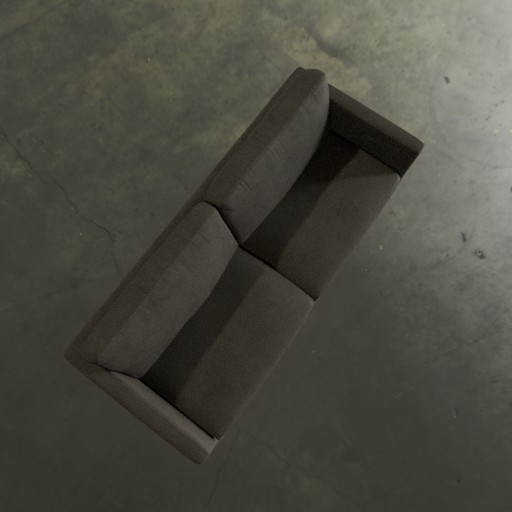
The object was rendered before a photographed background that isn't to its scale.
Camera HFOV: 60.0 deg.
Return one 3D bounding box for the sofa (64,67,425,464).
[{"bbox_3d":[0.000,0.000,2.727,0.951,0.965,2.208,35,78,9],"label":"sofa"}]
